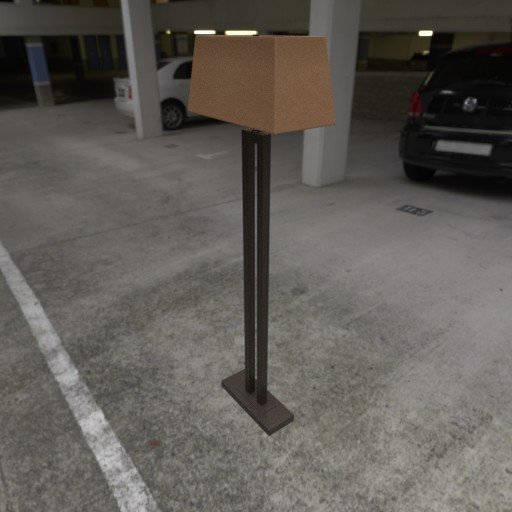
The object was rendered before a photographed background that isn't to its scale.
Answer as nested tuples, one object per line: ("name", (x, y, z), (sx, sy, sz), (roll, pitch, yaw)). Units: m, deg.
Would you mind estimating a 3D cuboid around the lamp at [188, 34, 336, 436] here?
("lamp", (0.000, 0.000, 1.643), (0.233, 1.469, 0.475), (-19, 32, -32))
